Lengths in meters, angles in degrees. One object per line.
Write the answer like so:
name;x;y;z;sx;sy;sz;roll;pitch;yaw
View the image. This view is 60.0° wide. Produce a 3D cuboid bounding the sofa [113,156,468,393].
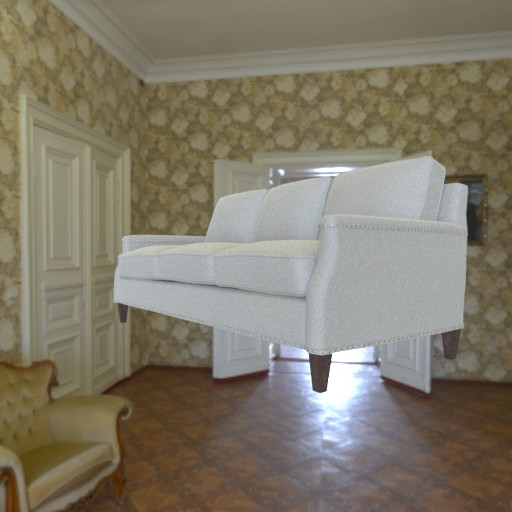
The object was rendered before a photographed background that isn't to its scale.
sofa;0.000;0.000;2.779;1.084;1.003;2.246;0;0;-36
